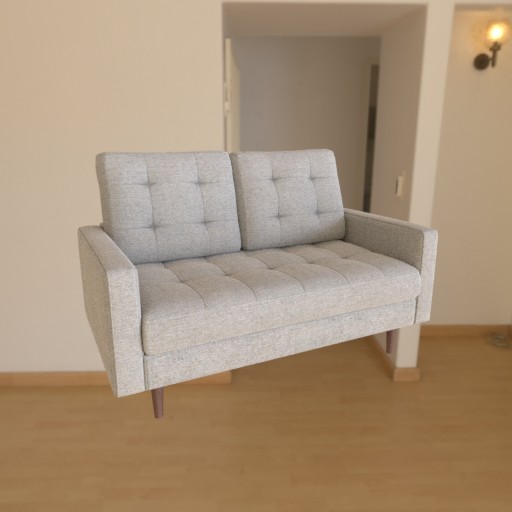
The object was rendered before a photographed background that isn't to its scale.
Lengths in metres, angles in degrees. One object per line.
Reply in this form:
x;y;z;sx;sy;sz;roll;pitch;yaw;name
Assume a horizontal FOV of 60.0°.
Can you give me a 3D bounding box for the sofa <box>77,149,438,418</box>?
0.000;0.000;1.978;1.407;0.907;0.842;-7;17;-26;sofa
